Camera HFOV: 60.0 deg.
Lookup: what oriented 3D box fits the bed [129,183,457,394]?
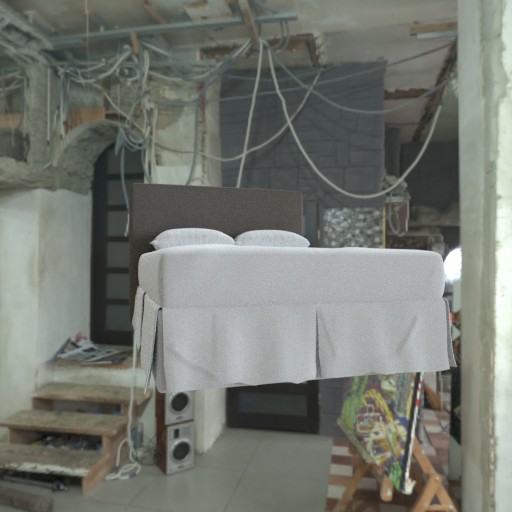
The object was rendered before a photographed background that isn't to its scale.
[{"bbox_3d":[0.000,0.000,3.220,1.723,1.330,2.142,0,-1,-18],"label":"bed"}]
